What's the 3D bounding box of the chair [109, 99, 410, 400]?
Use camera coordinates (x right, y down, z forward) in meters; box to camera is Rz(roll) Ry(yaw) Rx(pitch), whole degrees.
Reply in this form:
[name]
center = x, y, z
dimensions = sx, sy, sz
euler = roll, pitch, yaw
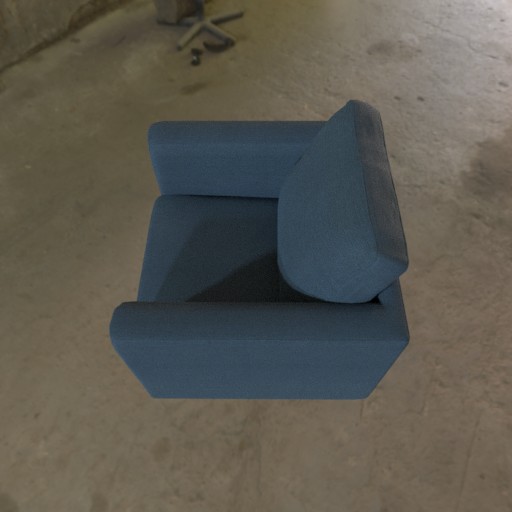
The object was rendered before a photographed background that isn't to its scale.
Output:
[chair]
center = 0.000, 0.000, 1.561
dimensions = 0.820, 0.922, 0.855
euler = 0, 58, 0
